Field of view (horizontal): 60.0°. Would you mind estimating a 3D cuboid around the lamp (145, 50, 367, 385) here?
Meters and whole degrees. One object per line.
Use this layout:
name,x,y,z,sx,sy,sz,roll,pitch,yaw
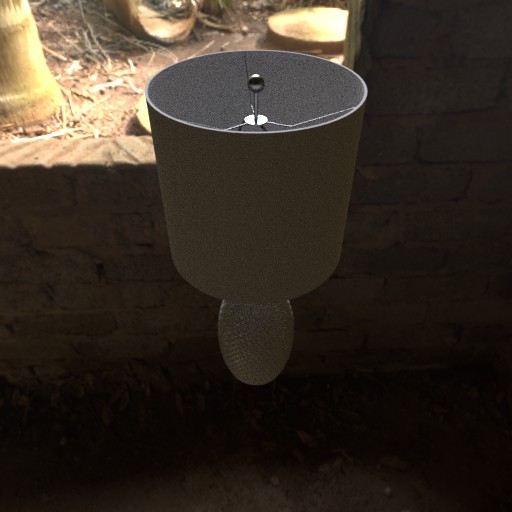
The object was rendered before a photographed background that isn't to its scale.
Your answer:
lamp,0.000,0.000,0.583,0.214,0.466,0.214,-27,48,-27
